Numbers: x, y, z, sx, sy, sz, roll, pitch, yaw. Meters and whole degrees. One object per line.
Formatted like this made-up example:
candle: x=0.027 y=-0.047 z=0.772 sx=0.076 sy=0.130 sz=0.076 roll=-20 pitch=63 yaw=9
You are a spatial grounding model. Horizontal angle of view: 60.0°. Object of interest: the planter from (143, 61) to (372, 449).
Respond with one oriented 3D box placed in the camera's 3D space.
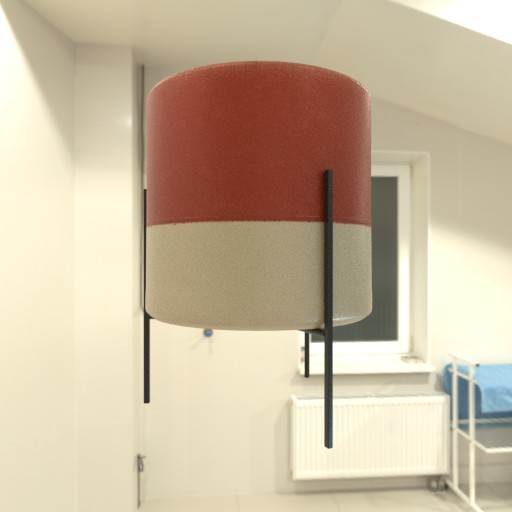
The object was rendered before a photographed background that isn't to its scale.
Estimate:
planter: x=0.000 y=0.000 z=0.695 sx=0.354 sy=0.465 sz=0.345 roll=0 pitch=0 yaw=2
